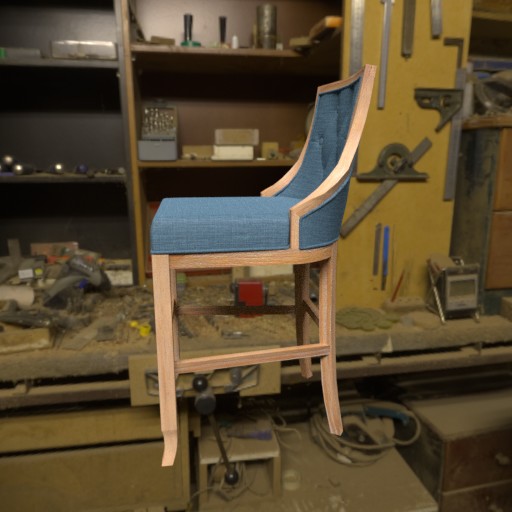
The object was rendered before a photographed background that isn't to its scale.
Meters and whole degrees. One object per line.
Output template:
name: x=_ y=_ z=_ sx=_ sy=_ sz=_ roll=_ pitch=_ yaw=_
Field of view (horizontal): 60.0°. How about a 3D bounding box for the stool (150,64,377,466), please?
stool: x=0.000 y=0.000 z=1.440 sx=0.626 sy=1.101 sz=0.524 roll=-2 pitch=14 yaw=-8
